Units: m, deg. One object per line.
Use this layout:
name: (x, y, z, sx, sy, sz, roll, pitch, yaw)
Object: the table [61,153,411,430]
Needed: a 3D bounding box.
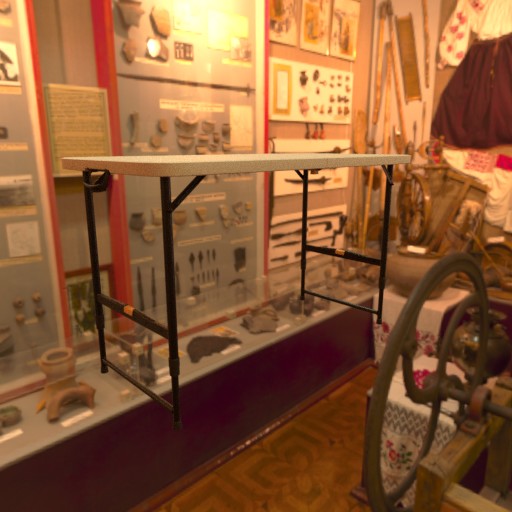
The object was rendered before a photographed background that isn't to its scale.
table: (0.000, 0.000, 1.674, 1.245, 0.737, 0.611, -13, 19, -43)
